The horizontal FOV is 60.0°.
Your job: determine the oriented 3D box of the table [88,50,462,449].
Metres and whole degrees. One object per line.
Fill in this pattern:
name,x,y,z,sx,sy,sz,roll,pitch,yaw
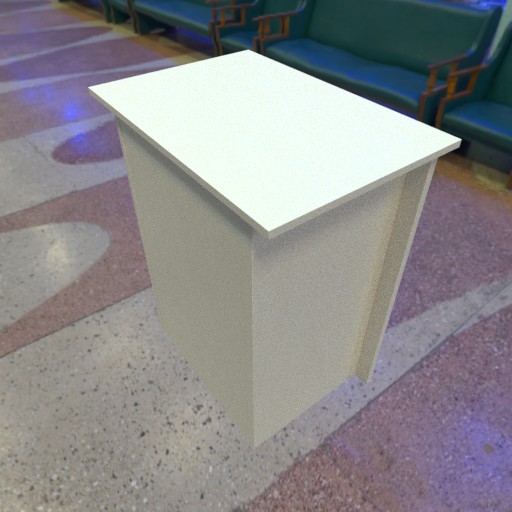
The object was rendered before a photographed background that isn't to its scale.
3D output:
table,0.000,0.000,1.047,0.406,0.711,0.589,-27,48,-27
